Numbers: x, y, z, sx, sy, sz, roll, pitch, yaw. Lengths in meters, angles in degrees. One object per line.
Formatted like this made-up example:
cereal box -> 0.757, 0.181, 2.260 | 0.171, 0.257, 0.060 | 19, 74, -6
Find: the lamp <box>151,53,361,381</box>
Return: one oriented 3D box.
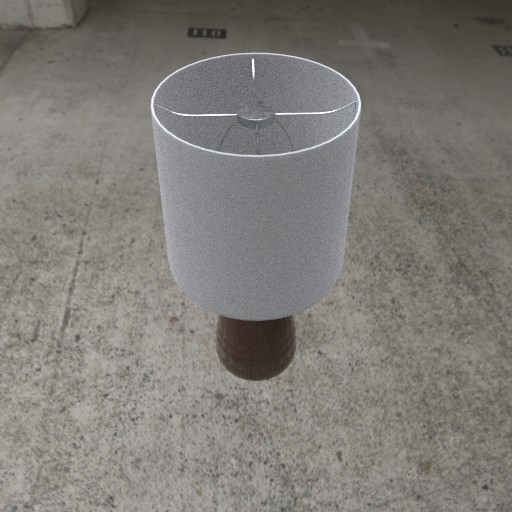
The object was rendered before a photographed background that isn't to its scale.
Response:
lamp -> 0.000, 0.000, 0.484 | 0.186, 0.369, 0.186 | 0, 47, 0
